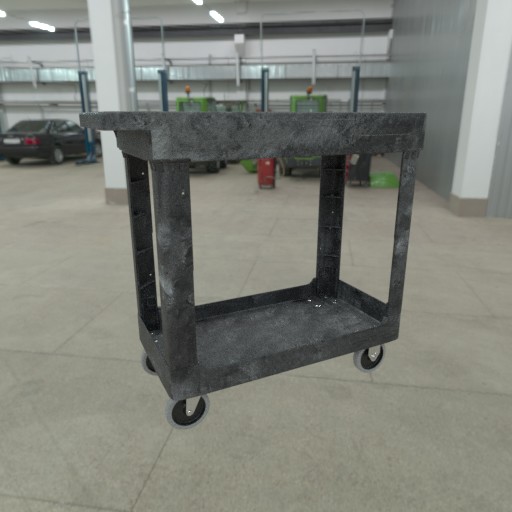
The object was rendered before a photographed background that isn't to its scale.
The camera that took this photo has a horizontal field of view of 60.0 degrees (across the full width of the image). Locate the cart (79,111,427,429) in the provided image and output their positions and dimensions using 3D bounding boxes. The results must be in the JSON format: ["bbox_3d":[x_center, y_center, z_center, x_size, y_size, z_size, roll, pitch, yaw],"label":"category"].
[{"bbox_3d":[0.000,0.000,1.337,0.877,0.824,0.420,-9,19,-25],"label":"cart"}]
